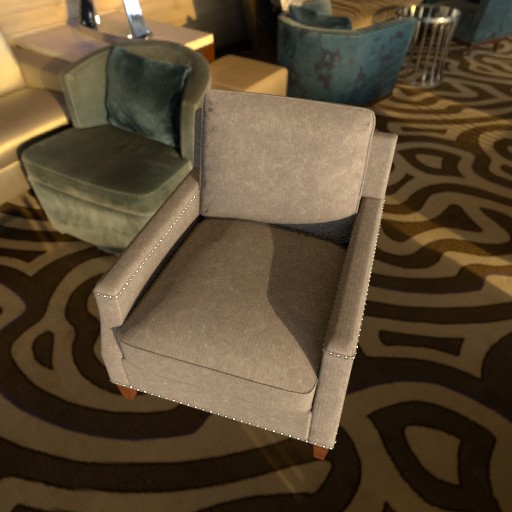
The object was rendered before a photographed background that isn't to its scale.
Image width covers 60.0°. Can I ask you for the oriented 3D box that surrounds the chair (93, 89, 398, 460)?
[{"bbox_3d":[0.000,0.000,1.682,0.853,0.948,1.014,12,42,13],"label":"chair"}]
